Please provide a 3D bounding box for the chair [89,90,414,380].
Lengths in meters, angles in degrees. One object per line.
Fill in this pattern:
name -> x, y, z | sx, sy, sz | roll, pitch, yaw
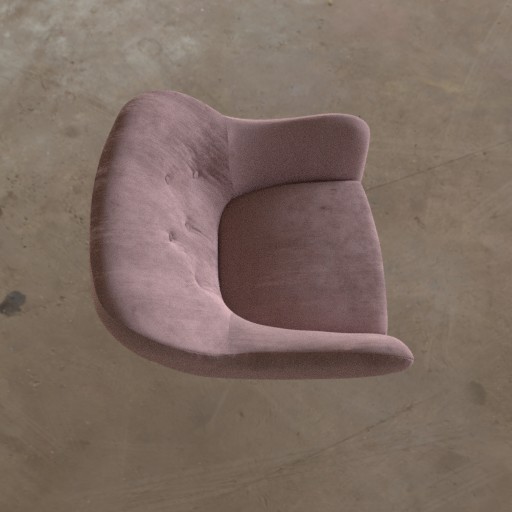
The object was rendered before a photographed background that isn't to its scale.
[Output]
chair -> 0.000, 0.000, 1.455 | 0.820, 0.820, 0.840 | -2, 63, -1
